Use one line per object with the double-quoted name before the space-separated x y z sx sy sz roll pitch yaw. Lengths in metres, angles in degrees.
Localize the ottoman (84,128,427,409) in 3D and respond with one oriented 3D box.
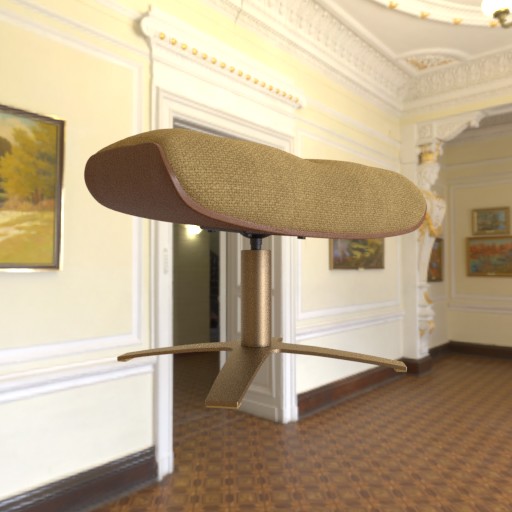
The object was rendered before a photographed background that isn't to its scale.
"ottoman" 0.000 0.000 0.807 0.520 0.391 0.394 1 -2 -35
